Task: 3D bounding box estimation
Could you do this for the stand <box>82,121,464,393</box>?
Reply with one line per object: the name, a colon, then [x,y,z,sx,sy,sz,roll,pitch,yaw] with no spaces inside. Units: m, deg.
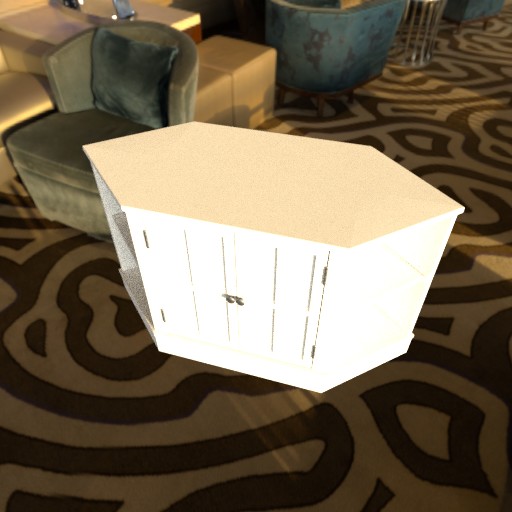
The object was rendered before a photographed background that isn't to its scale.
stand: [0.000,0.000,1.410,1.072,0.614,0.477,11,44,12]
